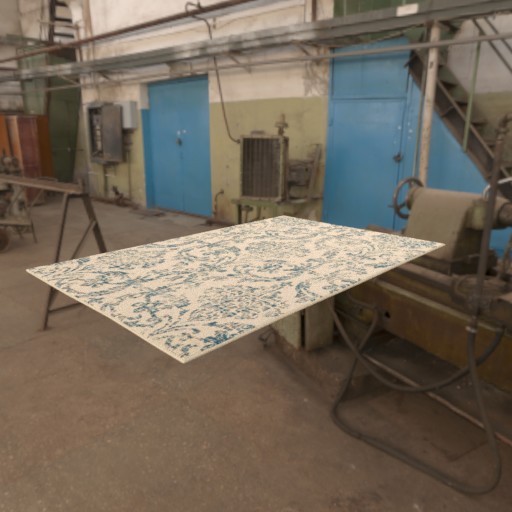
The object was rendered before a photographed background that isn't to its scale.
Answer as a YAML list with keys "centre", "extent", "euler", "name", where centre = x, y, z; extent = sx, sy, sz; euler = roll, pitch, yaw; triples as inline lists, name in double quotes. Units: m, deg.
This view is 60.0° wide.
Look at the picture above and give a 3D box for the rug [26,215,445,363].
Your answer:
- centre: [0.000, 0.000, 2.286]
  extent: [1.213, 0.012, 1.831]
  euler: [15, 22, 42]
  name: "rug"
